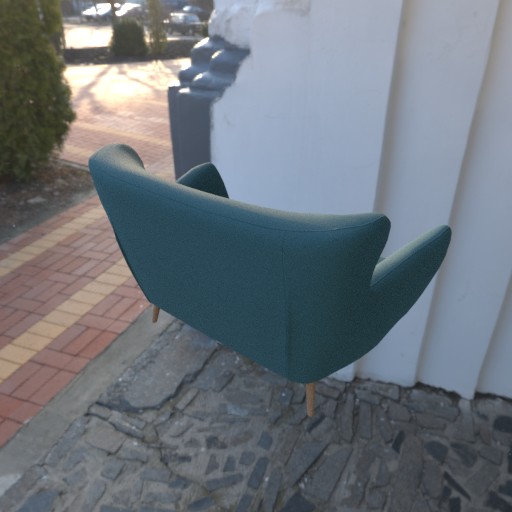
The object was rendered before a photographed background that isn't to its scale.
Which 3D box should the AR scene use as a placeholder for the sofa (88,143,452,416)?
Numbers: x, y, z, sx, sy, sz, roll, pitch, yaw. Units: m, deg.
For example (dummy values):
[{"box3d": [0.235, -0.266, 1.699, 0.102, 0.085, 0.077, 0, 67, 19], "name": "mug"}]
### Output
[{"box3d": [0.000, 0.000, 1.962, 1.397, 0.889, 0.889, 21, 36, 33], "name": "sofa"}]
